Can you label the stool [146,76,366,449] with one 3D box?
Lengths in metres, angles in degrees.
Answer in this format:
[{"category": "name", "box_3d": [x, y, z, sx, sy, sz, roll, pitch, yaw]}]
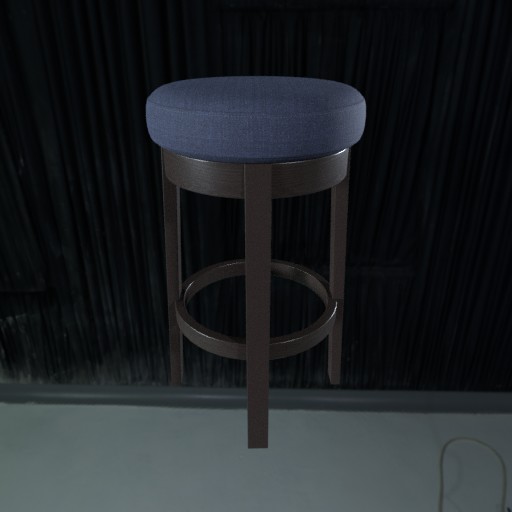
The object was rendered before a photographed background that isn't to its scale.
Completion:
[{"category": "stool", "box_3d": [0.000, 0.000, 1.029, 0.446, 0.758, 0.446, 0, 27, 0]}]
